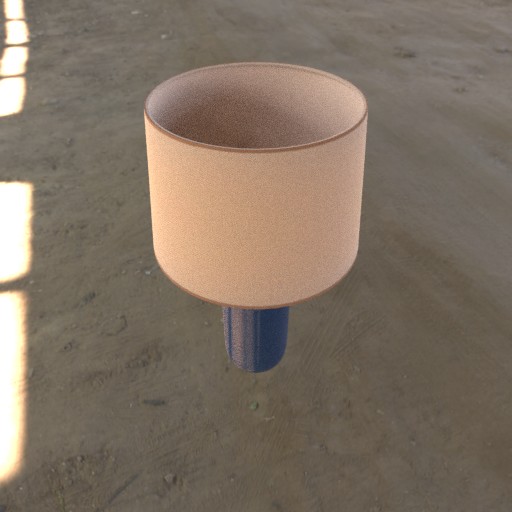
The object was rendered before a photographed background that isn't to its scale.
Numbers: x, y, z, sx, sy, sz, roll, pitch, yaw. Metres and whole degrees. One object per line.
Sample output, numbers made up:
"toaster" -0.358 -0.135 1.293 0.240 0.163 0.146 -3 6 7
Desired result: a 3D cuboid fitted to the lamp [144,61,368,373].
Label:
"lamp" 0.000 0.000 0.842 0.367 0.609 0.367 0 41 0
